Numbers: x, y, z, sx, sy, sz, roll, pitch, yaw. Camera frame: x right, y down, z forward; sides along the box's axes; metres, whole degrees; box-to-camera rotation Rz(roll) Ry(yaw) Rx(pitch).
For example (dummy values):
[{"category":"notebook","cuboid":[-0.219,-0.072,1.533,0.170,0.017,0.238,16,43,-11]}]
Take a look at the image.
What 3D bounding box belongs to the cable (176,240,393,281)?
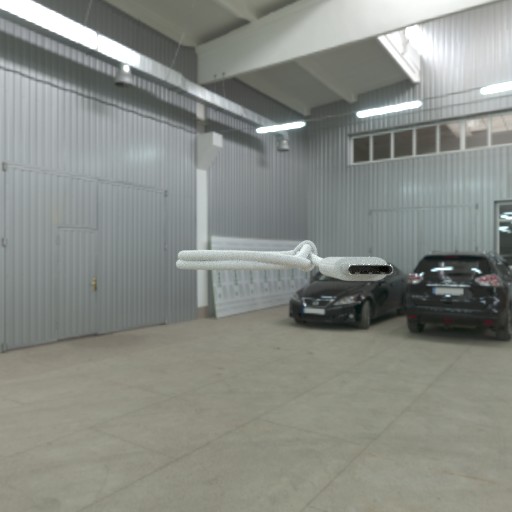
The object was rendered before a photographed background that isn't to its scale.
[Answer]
[{"category":"cable","cuboid":[0.000,0.000,0.200,0.070,0.014,0.186,0,0,-1]}]
